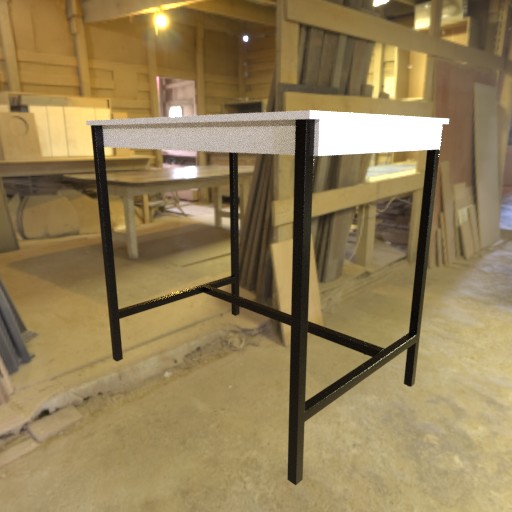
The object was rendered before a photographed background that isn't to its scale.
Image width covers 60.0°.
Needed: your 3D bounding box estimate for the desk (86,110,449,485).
[{"bbox_3d":[0.000,0.000,1.303,0.811,0.766,0.573,15,21,42],"label":"desk"}]
